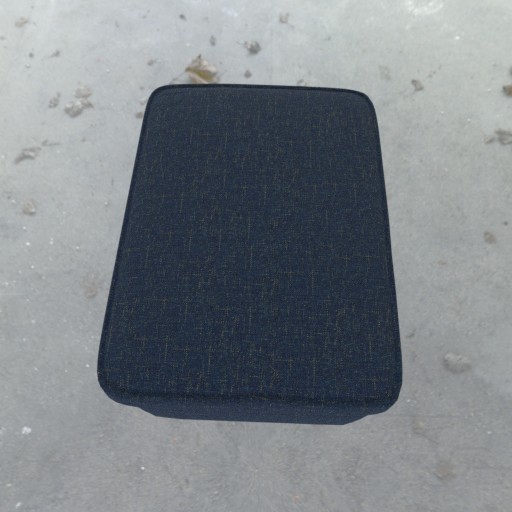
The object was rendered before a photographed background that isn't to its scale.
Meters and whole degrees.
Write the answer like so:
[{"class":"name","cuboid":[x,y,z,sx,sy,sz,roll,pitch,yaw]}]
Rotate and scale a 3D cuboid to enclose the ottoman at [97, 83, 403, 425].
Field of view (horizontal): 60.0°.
[{"class":"ottoman","cuboid":[0.000,0.000,1.076,0.549,0.450,0.749,2,64,1]}]
